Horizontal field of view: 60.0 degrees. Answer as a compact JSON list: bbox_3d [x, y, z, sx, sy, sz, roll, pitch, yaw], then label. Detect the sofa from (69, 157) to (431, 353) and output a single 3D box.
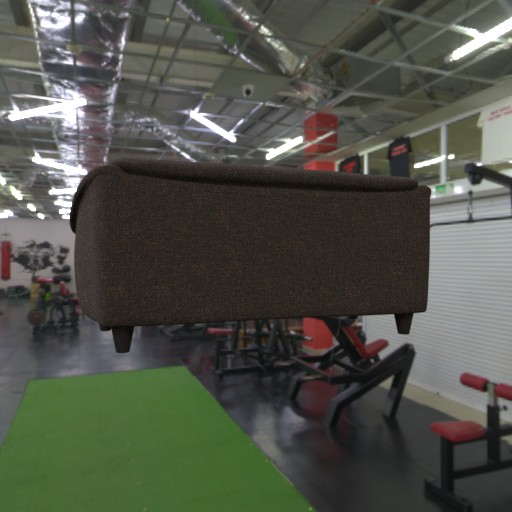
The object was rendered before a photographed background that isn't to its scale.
[{"bbox_3d":[0.000,0.000,2.335,1.849,0.790,0.887,0,0,-19],"label":"sofa"}]
